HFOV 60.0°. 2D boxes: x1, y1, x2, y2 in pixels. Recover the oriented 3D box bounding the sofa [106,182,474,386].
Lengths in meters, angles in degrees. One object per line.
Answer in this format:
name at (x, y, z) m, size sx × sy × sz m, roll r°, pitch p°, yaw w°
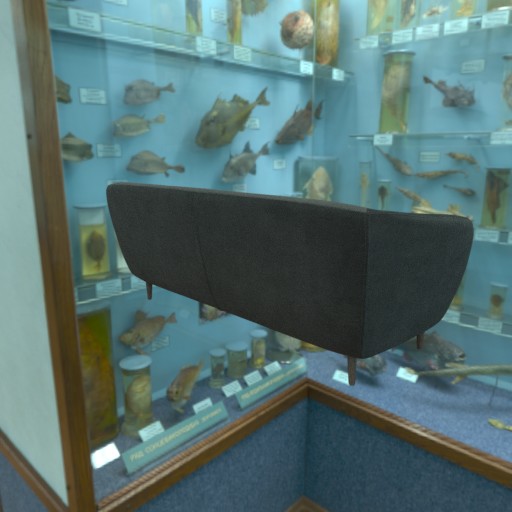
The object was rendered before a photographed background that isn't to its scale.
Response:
sofa at (0.000, 0.000, 2.727) m, size 0.956 × 0.875 × 2.296 m, roll -13°, pitch 18°, yaw -43°
